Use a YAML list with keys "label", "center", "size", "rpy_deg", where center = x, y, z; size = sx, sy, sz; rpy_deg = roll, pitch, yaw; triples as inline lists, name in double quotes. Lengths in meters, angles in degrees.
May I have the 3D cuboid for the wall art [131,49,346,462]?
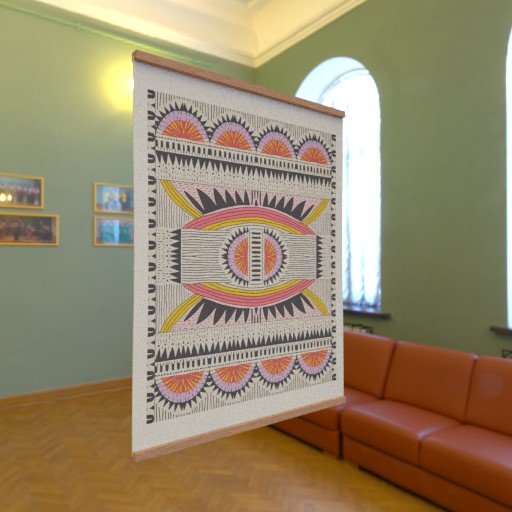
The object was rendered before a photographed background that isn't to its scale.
- label: "wall art"
  center: [0.000, 0.000, 1.328]
  size: [0.765, 1.016, 0.028]
  rpy_deg: [0, -1, -37]
